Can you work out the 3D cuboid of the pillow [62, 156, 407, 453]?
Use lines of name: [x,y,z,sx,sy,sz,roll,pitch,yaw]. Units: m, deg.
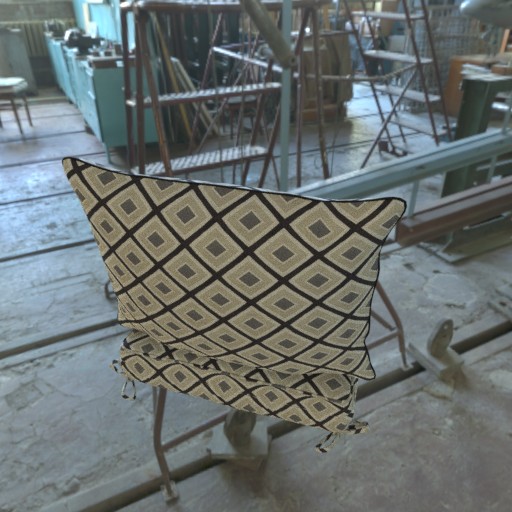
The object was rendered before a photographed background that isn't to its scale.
pillow: [0.000,0.000,1.330,0.798,0.722,0.733,9,32,15]
